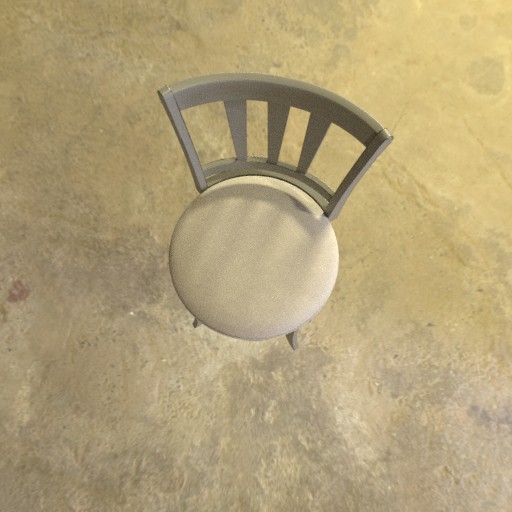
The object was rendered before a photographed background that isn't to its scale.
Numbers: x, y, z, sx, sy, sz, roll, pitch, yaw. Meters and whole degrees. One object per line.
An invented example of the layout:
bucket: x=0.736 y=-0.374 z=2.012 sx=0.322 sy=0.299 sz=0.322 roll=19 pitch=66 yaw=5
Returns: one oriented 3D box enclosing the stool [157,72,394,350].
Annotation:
stool: x=0.000 y=0.000 z=1.258 sx=0.450 sy=0.994 sz=0.486 roll=12 pitch=76 yaw=3
